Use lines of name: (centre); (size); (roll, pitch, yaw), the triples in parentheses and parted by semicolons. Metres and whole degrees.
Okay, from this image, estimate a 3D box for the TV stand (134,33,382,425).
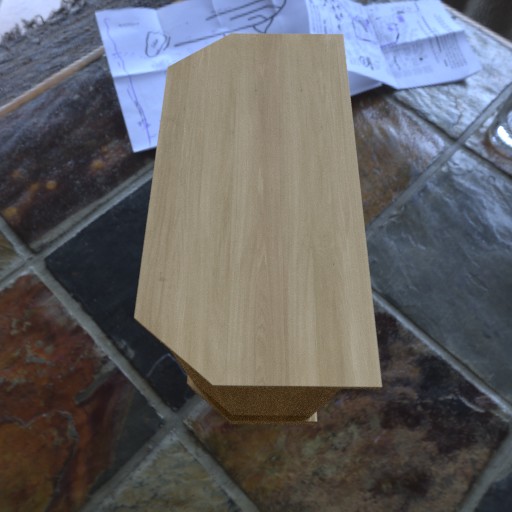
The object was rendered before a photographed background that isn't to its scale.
TV stand: (0.000, 0.000, 1.268); (0.425, 0.781, 0.851); (1, 64, 0)
